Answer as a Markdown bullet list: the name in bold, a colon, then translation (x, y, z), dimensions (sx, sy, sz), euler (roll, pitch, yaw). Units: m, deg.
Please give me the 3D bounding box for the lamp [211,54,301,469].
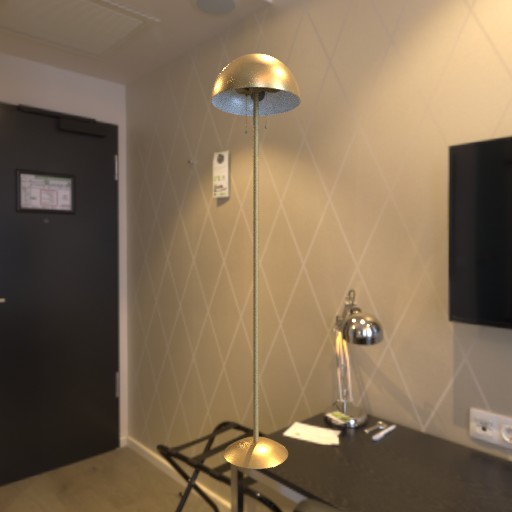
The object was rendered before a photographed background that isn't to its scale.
- **lamp**: translation (0.000, 0.000, 1.649), dimensions (0.328, 1.480, 0.328), euler (0, 1, 17)
